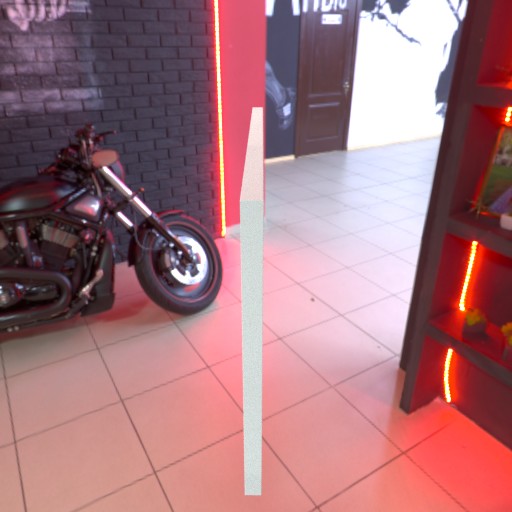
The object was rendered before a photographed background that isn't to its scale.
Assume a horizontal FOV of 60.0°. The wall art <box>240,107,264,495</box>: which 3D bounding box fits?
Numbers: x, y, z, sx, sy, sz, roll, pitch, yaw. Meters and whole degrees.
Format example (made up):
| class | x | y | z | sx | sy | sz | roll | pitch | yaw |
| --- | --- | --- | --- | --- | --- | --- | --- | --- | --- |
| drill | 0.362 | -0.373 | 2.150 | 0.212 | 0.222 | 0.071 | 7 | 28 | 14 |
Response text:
| class | x | y | z | sx | sy | sz | roll | pitch | yaw |
| --- | --- | --- | --- | --- | --- | --- | --- | --- | --- |
| wall art | 0.000 | 0.000 | 1.153 | 0.033 | 0.617 | 0.906 | 0 | 26 | 1 |
